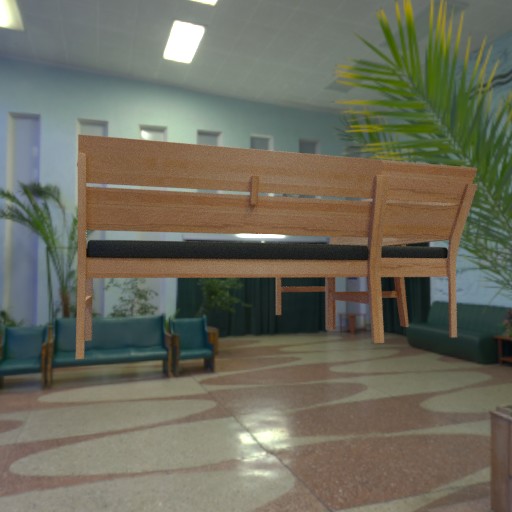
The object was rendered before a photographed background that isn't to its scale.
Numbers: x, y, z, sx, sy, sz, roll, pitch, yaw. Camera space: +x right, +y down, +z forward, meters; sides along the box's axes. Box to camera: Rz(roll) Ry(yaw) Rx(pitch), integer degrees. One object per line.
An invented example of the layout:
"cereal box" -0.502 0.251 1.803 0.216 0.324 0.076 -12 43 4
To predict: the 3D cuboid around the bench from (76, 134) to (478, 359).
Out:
"bench" 0.000 0.000 2.755 1.948 0.890 1.548 1 -2 -17
